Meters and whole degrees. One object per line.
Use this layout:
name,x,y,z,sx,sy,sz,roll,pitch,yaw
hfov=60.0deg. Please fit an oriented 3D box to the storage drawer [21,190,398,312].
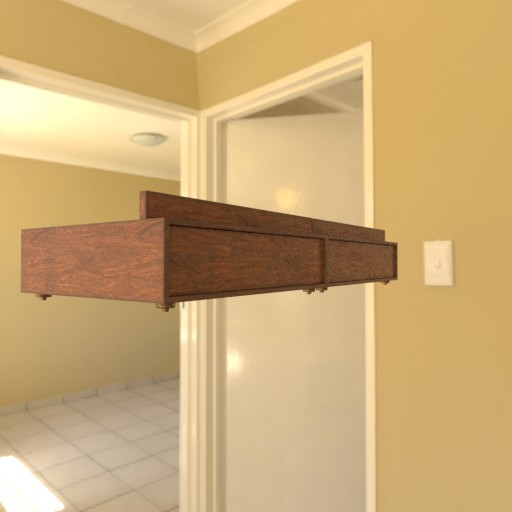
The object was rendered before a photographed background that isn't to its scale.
storage drawer,0.000,0.000,2.177,0.774,0.339,1.914,-1,-1,36
